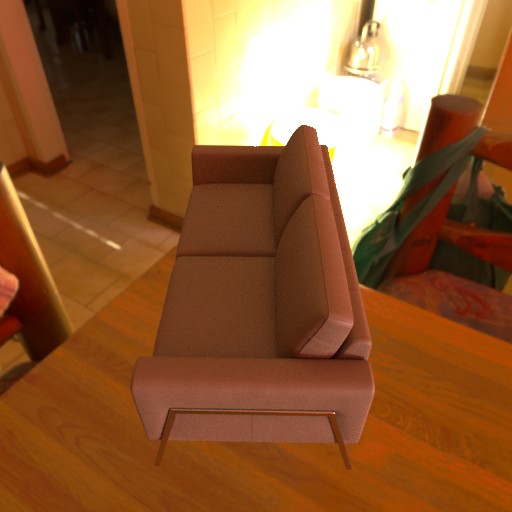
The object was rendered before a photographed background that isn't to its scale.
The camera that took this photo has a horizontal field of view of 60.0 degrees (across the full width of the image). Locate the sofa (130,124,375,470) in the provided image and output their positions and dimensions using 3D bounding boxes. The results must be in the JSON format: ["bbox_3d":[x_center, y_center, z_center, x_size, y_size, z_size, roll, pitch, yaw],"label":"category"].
[{"bbox_3d":[0.000,0.000,2.549,0.953,0.875,2.017,1,41,1],"label":"sofa"}]
